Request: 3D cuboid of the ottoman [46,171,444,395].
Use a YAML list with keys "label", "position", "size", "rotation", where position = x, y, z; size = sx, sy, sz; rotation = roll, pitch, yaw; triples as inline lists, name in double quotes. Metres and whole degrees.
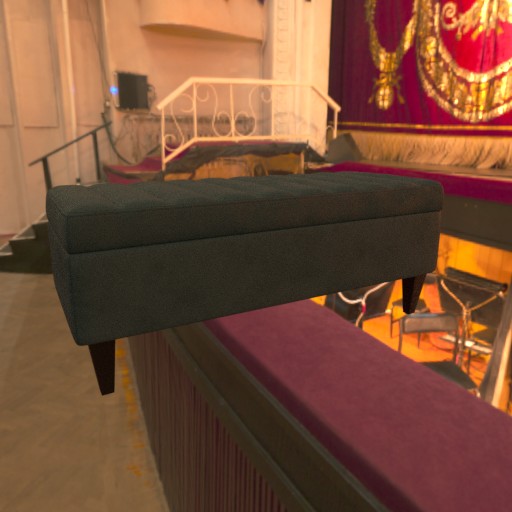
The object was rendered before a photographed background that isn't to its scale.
- label: "ottoman"
  position: [0.000, 0.000, 1.404]
  size: [1.151, 0.469, 0.482]
  rotation: [-8, 17, -28]
